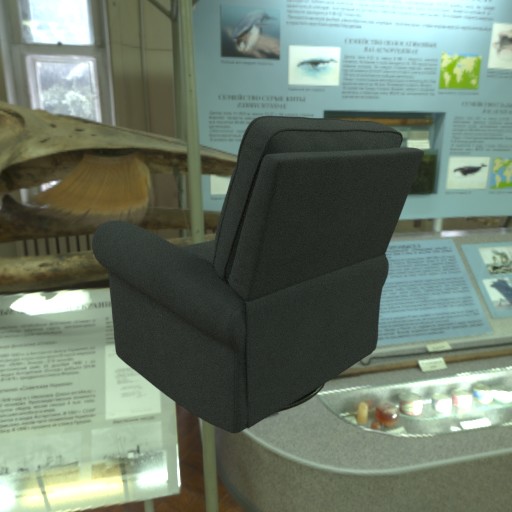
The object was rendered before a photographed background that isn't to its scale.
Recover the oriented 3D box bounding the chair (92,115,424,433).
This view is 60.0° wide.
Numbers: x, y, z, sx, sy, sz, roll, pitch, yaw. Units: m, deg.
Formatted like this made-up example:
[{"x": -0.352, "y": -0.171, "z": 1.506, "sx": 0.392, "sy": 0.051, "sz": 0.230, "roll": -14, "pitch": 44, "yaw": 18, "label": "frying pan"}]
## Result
[{"x": 0.000, "y": 0.000, "z": 1.634, "sx": 0.890, "sy": 0.961, "sz": 0.878, "roll": -14, "pitch": 21, "yaw": -42, "label": "chair"}]
